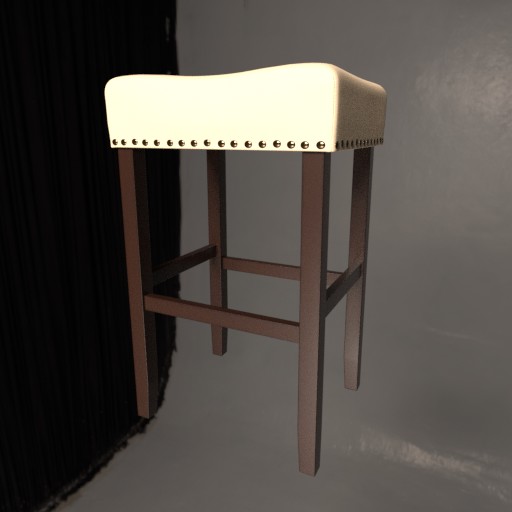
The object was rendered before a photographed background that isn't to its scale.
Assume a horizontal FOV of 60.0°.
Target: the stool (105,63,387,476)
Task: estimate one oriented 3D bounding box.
[{"bbox_3d":[0.000,0.000,1.024,0.471,0.762,0.401,8,17,25],"label":"stool"}]
